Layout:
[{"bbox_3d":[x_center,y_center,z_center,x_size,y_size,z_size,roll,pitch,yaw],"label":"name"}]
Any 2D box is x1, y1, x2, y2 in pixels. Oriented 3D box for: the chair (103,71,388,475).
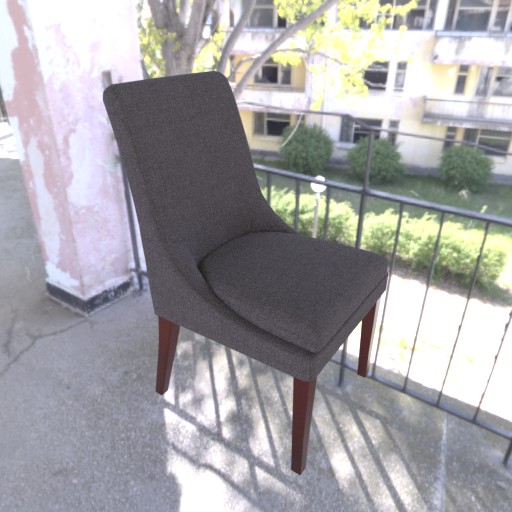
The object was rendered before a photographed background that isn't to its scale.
[{"bbox_3d":[0.000,0.000,1.310,0.655,0.952,0.508,18,33,30],"label":"chair"}]
